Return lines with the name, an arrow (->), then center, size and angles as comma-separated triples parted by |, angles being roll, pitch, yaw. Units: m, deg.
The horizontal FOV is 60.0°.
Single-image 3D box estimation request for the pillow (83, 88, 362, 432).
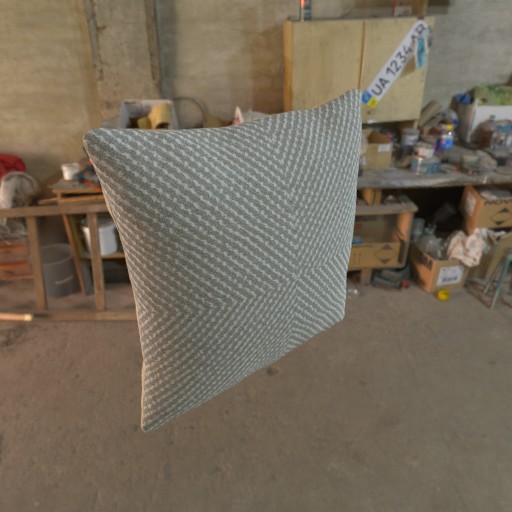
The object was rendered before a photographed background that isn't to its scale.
pillow -> 0.000, 0.000, 0.700 | 0.459, 0.458, 0.181 | -22, 36, -34
